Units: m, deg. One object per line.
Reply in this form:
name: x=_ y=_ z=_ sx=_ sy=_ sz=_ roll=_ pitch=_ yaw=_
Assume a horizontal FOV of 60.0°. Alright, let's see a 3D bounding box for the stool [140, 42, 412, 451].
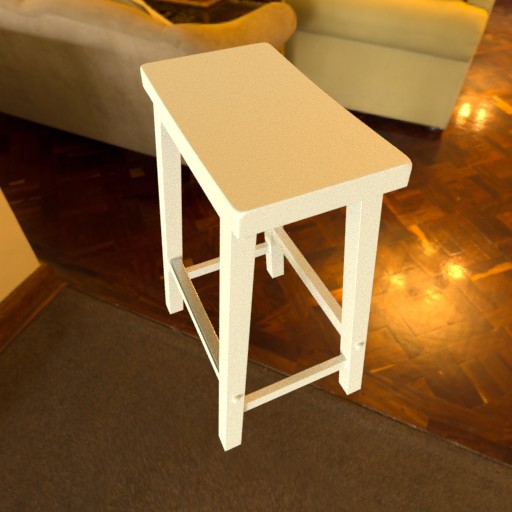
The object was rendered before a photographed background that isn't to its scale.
stool: x=0.000 y=0.000 z=0.841 sx=0.322 sy=0.610 sz=0.406 roll=-18 pitch=49 yaw=-17
